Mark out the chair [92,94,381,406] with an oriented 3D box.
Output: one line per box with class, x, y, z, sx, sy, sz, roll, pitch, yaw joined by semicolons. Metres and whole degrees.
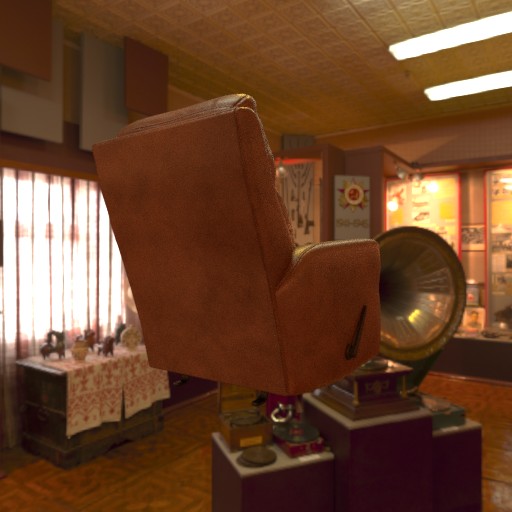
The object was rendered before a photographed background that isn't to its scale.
chair;0.000;0.000;1.823;0.821;1.016;1.072;0;0;36
